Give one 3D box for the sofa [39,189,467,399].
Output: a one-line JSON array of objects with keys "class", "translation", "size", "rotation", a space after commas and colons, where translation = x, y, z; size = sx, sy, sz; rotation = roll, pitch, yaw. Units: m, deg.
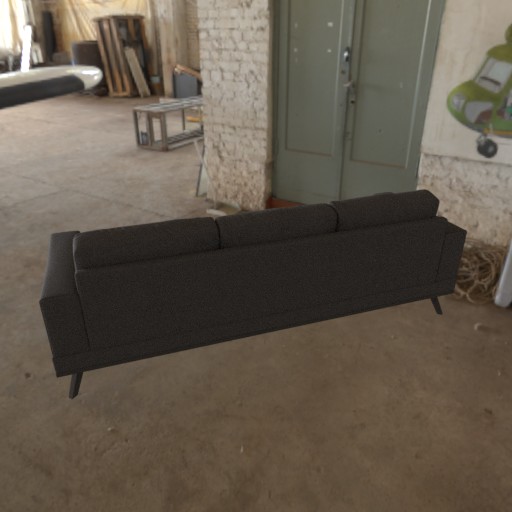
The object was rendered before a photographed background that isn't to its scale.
[{"class": "sofa", "translation": [0.000, 0.000, 2.691], "size": [2.310, 0.810, 0.920], "rotation": [-9, 28, -17]}]
